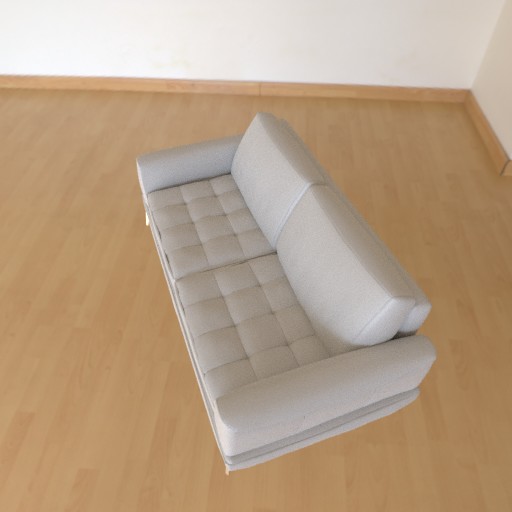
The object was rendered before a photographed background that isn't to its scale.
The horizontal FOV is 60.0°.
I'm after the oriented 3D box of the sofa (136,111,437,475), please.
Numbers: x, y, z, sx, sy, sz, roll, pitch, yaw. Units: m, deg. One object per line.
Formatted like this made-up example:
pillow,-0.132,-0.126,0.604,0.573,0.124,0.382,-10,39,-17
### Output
sofa,0.000,0.000,2.725,1.121,0.930,2.177,-15,49,-14
